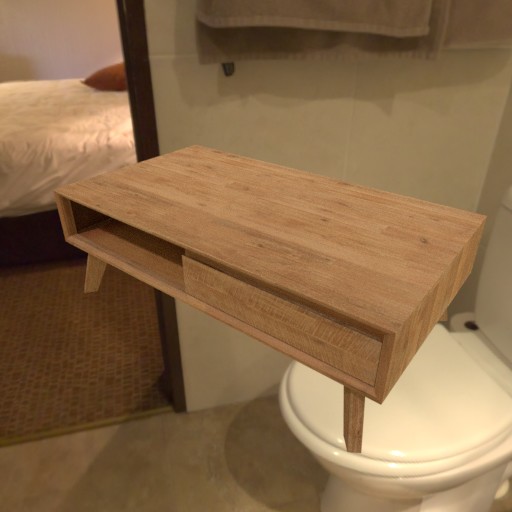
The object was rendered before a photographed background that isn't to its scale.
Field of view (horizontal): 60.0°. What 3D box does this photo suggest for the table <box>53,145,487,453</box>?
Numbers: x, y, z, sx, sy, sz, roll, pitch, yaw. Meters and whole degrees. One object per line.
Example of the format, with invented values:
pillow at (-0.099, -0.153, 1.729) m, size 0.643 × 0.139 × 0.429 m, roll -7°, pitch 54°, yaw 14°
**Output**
table at (0.000, 0.000, 2.013) m, size 1.619 × 0.531 × 0.918 m, roll 21°, pitch 36°, yaw 32°
